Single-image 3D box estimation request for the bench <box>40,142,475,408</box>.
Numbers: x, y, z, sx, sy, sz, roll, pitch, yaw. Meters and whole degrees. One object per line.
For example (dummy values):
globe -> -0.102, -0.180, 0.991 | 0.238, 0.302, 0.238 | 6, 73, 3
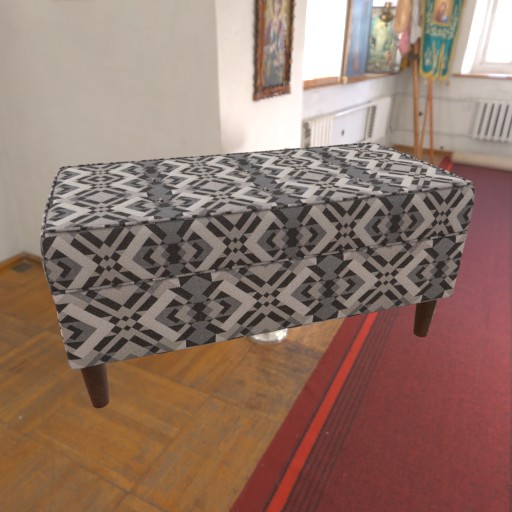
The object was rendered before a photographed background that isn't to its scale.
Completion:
bench -> 0.000, 0.000, 1.254 | 1.016, 0.477, 0.492 | -8, 28, -16
